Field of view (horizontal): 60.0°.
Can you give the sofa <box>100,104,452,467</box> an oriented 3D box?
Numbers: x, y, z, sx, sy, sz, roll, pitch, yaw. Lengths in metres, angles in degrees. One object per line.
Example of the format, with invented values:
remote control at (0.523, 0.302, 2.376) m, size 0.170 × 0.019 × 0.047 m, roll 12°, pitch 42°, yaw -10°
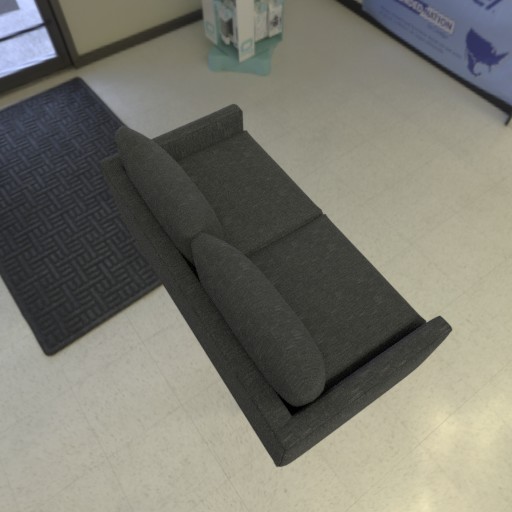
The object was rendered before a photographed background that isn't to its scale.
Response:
sofa at (0.000, 0.000, 2.222) m, size 0.866 × 0.862 × 1.716 m, roll -29°, pitch 62°, yaw -17°
